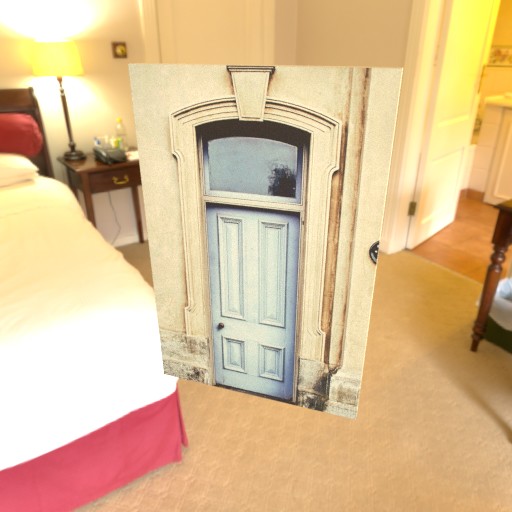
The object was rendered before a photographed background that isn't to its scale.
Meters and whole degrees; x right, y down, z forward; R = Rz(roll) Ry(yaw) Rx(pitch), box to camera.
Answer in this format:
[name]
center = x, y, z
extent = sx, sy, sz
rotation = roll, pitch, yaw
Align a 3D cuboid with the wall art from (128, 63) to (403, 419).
[wall art]
center = 0.000, 0.000, 0.966
extent = 0.508, 0.764, 0.038
rotation = 8, 27, 16
